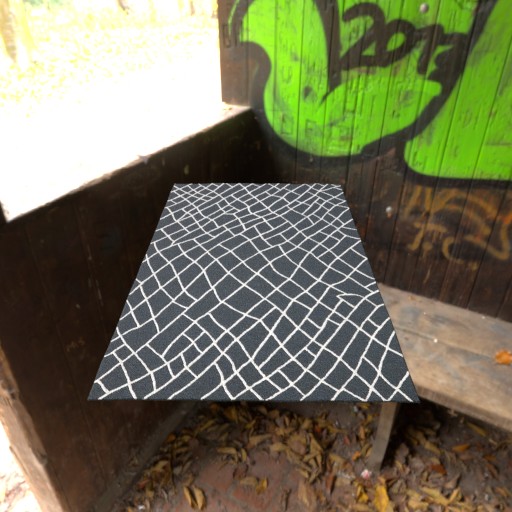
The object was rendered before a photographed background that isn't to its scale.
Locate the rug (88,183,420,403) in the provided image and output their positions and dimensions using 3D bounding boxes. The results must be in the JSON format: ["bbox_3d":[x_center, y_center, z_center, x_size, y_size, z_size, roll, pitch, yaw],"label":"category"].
[{"bbox_3d":[0.000,0.000,3.053,1.529,0.017,2.448,0,33,0],"label":"rug"}]
